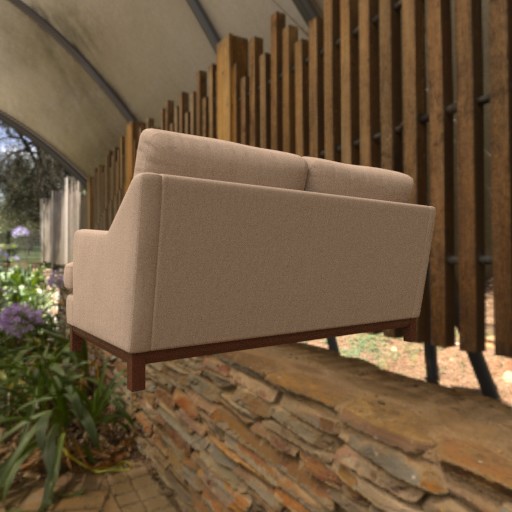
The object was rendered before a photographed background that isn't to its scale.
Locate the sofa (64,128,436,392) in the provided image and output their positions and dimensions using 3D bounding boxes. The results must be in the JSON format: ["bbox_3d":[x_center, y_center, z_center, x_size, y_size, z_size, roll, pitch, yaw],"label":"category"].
[{"bbox_3d":[0.000,0.000,2.225,1.619,0.910,1.004,0,-1,-36],"label":"sofa"}]
